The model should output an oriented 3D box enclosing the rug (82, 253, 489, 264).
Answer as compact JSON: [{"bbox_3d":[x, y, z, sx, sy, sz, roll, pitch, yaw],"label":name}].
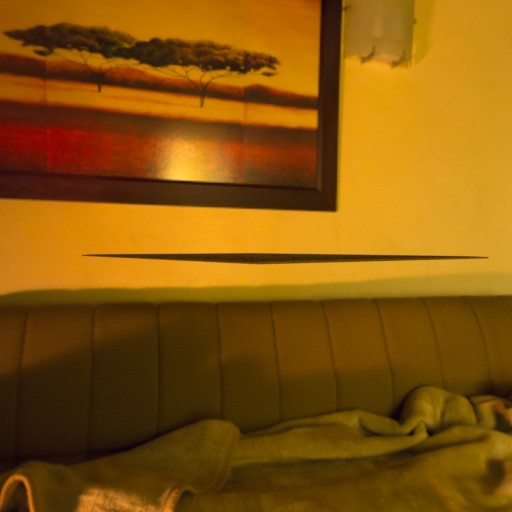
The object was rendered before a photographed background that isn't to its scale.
[{"bbox_3d":[0.000,0.000,2.891,1.609,0.013,2.214,-1,1,-36],"label":"rug"}]
